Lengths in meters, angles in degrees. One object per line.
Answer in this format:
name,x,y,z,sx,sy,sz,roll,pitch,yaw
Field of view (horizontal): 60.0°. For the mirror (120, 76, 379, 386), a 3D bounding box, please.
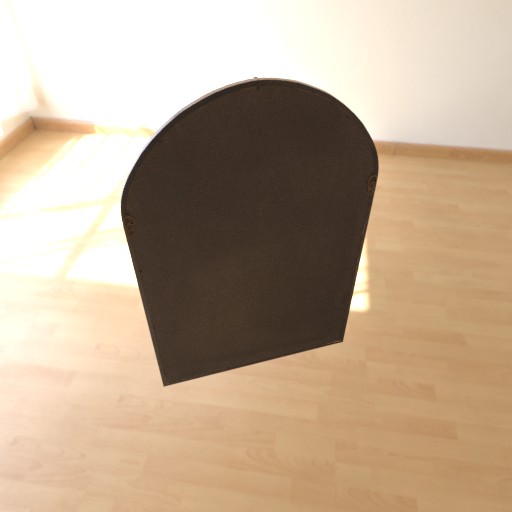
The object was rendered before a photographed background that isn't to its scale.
mirror,0.000,0.000,1.152,0.609,0.915,0.032,-11,43,-12
